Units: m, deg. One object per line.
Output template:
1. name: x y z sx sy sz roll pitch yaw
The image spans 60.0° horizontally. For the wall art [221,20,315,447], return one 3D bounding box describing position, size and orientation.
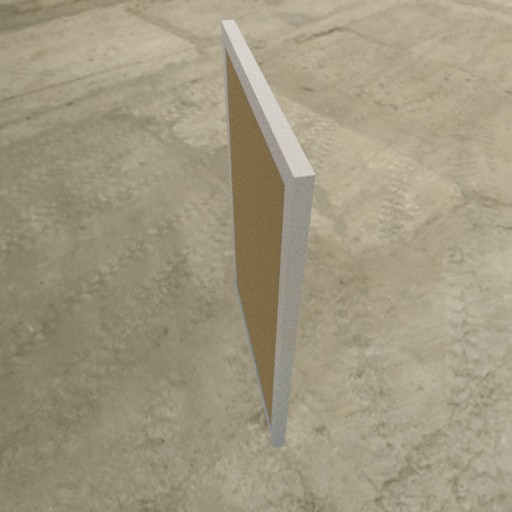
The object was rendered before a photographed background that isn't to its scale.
1. wall art: 0.000 0.000 1.400 0.038 1.143 0.764 -9 46 -8
